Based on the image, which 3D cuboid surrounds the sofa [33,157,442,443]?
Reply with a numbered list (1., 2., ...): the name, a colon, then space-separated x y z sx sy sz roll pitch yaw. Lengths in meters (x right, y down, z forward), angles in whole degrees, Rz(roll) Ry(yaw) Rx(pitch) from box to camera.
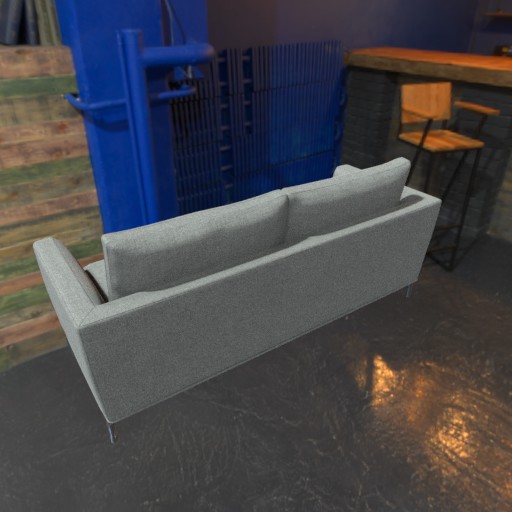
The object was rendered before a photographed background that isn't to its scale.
1. sofa: 0.000 0.000 2.622 2.212 1.002 0.869 -19 35 -29
